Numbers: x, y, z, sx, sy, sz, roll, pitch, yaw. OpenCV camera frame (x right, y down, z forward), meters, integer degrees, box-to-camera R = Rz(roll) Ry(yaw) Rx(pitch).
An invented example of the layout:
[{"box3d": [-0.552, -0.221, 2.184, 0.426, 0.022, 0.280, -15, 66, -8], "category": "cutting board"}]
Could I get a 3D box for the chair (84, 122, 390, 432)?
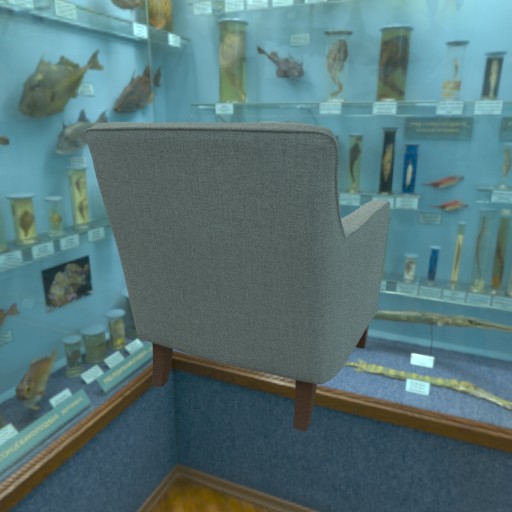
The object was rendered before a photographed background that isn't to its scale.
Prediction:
[{"box3d": [0.000, 0.000, 1.810, 0.887, 1.047, 0.993, 8, 19, 24], "category": "chair"}]
